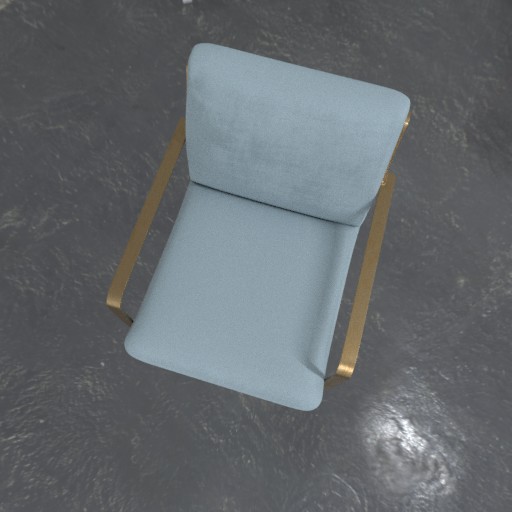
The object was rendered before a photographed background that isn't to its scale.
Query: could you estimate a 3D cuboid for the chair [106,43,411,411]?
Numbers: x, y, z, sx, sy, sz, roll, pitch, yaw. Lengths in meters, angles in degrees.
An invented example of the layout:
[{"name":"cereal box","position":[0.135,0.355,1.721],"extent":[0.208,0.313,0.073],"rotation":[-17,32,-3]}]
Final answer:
[{"name":"chair","position":[0.000,0.000,1.434],"extent":[0.701,0.824,0.842],"rotation":[16,76,4]}]
